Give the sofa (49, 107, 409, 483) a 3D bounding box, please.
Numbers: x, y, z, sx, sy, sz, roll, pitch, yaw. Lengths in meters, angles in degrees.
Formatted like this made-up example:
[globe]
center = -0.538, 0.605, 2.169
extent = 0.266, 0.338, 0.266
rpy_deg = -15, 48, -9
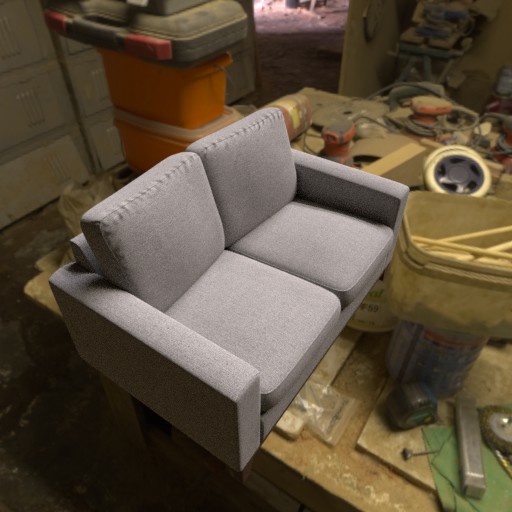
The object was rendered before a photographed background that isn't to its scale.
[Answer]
[sofa]
center = 0.000, 0.000, 1.991
extent = 0.917, 0.873, 1.420
rpy_deg = 25, 47, 26
